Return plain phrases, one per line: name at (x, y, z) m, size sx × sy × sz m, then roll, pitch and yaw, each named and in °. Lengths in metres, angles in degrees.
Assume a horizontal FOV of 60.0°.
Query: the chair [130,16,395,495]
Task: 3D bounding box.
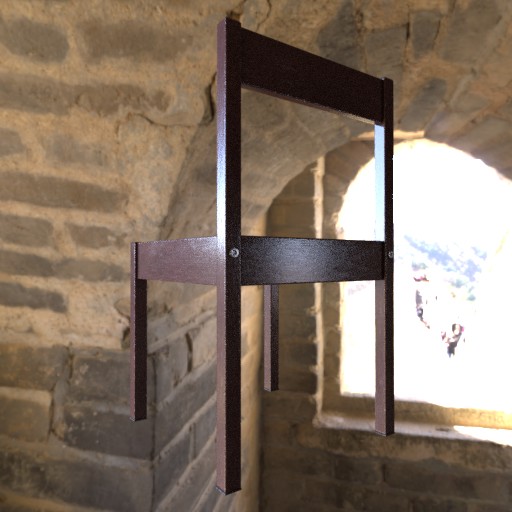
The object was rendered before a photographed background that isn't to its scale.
chair at (0.000, 0.000, 0.663) m, size 0.285 × 0.505 × 0.285 m, roll 0°, pitch -1°, yaw -36°
